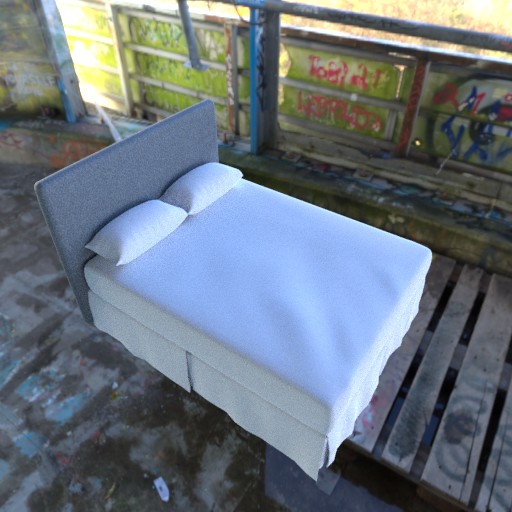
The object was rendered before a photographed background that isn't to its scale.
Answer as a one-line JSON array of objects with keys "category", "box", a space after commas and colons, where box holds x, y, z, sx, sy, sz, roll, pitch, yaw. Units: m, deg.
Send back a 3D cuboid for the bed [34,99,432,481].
[{"category": "bed", "box": [0.000, 0.000, 3.152, 2.142, 1.330, 1.723, 24, 46, 26]}]
